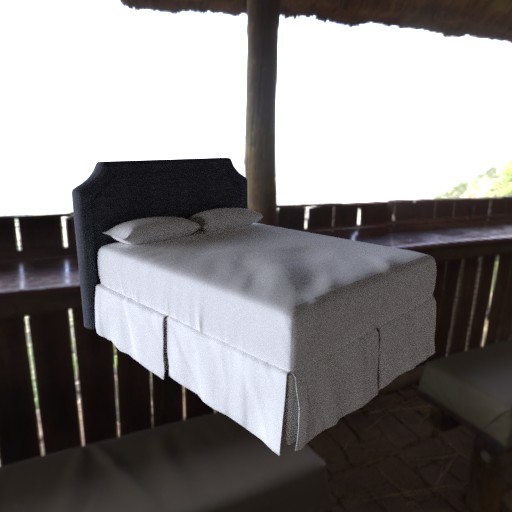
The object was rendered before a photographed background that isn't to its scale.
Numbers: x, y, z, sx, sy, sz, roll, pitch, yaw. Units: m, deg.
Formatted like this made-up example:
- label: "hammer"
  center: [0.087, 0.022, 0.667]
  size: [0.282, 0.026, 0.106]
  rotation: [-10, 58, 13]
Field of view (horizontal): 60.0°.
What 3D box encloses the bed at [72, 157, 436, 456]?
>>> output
- label: "bed"
  center: [0.000, 0.000, 3.148]
  size: [1.693, 1.290, 2.116]
  rotation: [-14, 20, -43]
